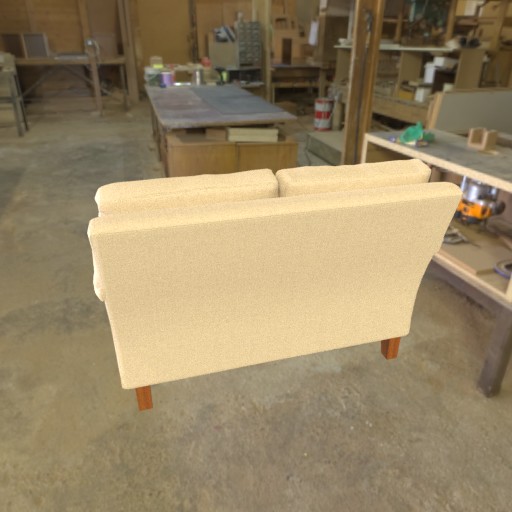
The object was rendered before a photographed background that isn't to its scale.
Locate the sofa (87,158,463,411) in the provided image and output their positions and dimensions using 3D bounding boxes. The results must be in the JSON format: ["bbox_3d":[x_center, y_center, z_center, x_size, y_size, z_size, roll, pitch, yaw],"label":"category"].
[{"bbox_3d":[0.000,0.000,2.256,1.508,1.048,1.087,-7,28,-14],"label":"sofa"}]
